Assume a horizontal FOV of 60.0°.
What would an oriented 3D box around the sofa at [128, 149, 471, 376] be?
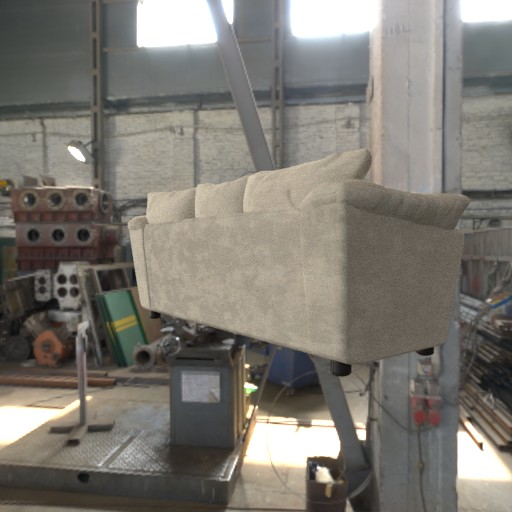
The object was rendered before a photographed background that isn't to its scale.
[{"bbox_3d":[0.000,0.000,2.818,0.893,0.981,2.377,-1,1,-36],"label":"sofa"}]
